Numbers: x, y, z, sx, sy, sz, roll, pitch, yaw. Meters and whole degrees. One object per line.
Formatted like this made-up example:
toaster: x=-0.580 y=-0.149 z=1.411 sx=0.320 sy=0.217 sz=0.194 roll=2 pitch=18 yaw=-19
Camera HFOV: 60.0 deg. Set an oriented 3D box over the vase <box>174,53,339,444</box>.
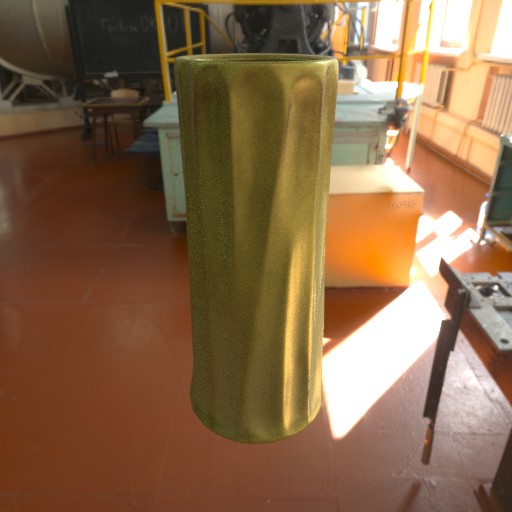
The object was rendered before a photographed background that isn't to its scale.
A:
vase: x=0.000 y=0.000 z=0.174 sx=0.061 sy=0.143 sz=0.061 roll=0 pitch=27 yaw=0
